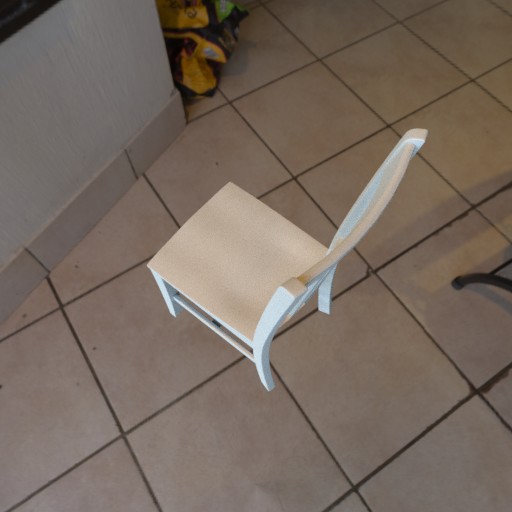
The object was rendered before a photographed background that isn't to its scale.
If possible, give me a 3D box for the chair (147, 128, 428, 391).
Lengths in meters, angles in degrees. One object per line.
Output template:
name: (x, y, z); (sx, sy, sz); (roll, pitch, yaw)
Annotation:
chair: (0.000, 0.000, 1.301); (0.555, 0.998, 0.450); (35, 68, 16)
